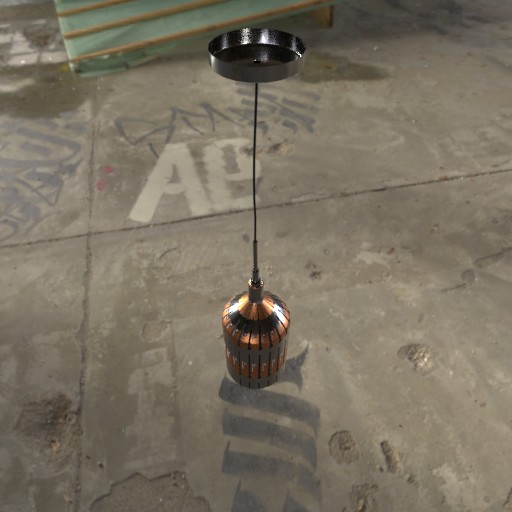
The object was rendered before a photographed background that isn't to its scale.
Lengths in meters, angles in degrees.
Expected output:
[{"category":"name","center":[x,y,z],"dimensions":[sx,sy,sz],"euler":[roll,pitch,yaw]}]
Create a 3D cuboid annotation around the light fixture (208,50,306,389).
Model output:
[{"category":"light fixture","center":[0.000,0.000,1.675],"dimensions":[0.303,1.535,0.303],"euler":[0,46,0]}]
